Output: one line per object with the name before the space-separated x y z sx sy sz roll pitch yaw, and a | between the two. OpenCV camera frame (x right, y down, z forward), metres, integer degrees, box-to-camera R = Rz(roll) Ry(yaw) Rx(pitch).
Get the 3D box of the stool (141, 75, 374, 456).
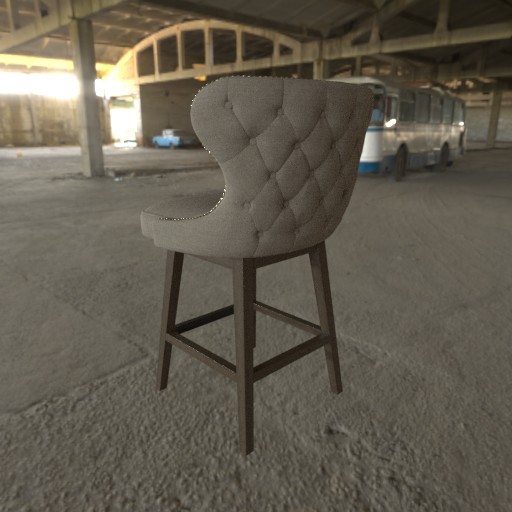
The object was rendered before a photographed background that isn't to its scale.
stool | 0.000 0.000 1.361 0.615 0.972 0.597 -15 22 -42
